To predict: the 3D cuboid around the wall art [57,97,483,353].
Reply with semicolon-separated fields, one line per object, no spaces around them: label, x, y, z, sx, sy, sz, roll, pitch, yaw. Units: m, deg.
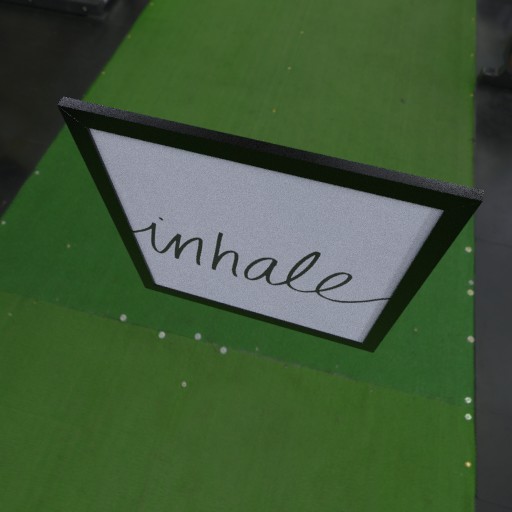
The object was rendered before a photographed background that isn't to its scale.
wall art;0.000;0.000;0.640;0.446;0.445;0.014;15;61;9
